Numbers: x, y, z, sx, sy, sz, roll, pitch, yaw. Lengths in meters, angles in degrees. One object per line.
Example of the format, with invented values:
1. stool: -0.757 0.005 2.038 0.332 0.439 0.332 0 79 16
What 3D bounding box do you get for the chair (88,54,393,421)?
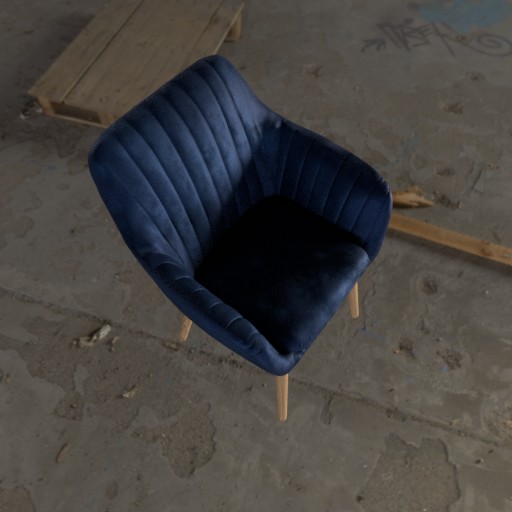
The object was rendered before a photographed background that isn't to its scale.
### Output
1. chair: 0.000 0.000 1.223 0.573 0.826 0.578 33 64 19
